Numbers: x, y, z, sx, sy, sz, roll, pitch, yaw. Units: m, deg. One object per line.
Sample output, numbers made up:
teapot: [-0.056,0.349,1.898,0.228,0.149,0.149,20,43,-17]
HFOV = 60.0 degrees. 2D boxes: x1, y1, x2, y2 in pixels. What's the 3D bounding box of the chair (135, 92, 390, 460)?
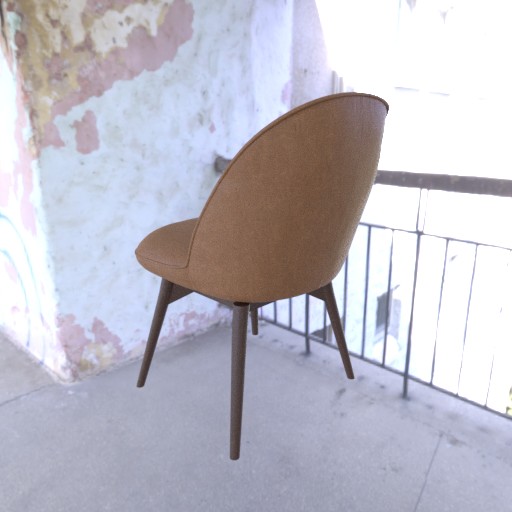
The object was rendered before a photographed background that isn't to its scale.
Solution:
chair: [0.000,0.000,1.237,0.521,0.831,0.631,-16,23,-43]
